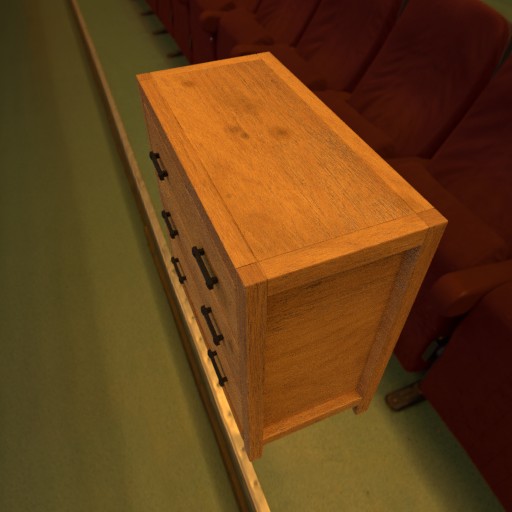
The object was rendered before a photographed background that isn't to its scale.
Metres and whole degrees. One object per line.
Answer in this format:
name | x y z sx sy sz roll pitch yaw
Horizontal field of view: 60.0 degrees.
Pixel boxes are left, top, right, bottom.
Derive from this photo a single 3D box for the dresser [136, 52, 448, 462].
dresser | 0.000 0.000 1.293 0.427 0.804 0.804 -17 49 -15
